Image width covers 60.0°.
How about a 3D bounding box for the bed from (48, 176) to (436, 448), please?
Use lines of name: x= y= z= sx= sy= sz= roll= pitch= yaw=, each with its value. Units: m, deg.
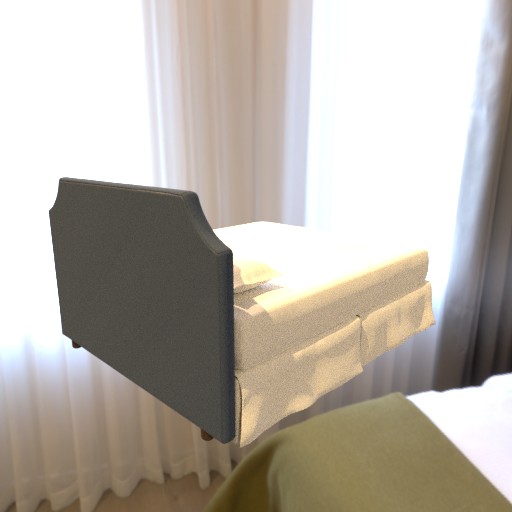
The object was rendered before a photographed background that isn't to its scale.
bed: x=0.000 y=0.000 z=4.050 sx=2.350 sy=1.488 sz=2.773 roll=13 pitch=19 yaw=43
